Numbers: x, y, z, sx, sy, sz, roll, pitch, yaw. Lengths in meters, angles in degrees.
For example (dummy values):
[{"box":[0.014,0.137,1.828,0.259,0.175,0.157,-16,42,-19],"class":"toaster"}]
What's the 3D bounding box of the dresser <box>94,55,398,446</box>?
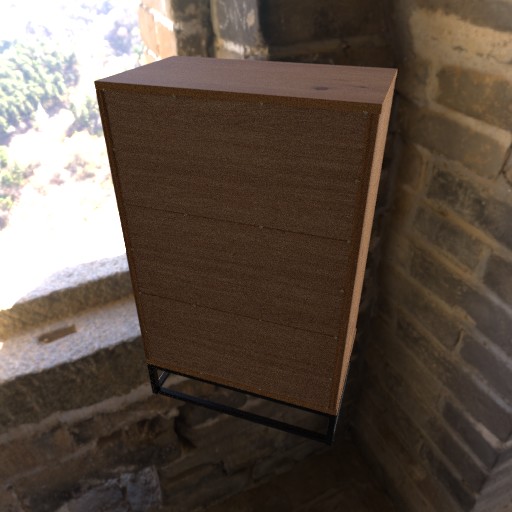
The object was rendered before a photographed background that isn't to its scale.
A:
[{"box":[0.000,0.000,1.604,0.761,1.240,0.479,11,34,16],"class":"dresser"}]
